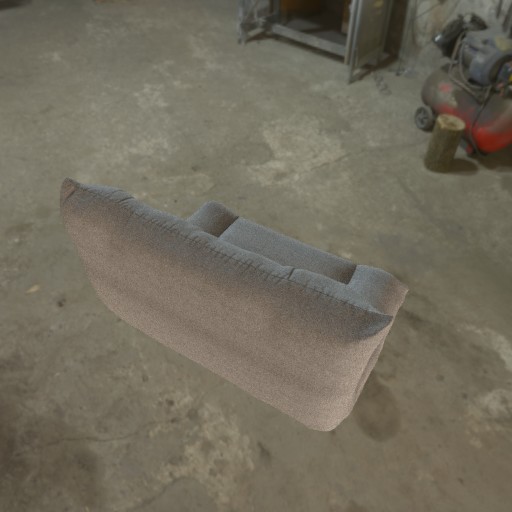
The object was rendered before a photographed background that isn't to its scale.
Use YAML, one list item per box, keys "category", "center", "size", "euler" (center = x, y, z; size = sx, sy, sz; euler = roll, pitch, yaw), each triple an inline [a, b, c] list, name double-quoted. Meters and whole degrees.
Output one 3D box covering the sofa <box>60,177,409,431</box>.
- category: "sofa"
  center: [0.000, 0.000, 1.711]
  size: [1.144, 0.795, 0.847]
  euler: [24, 51, 21]
